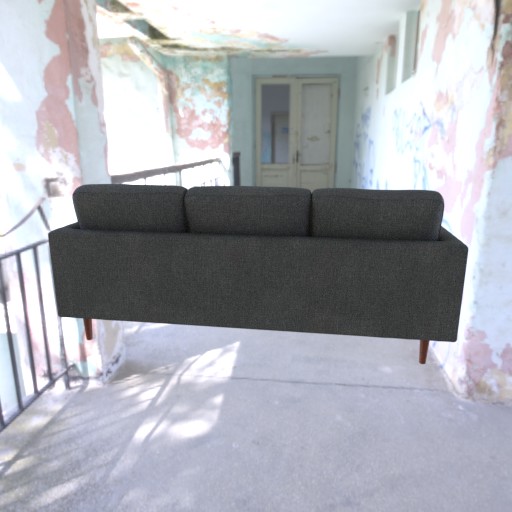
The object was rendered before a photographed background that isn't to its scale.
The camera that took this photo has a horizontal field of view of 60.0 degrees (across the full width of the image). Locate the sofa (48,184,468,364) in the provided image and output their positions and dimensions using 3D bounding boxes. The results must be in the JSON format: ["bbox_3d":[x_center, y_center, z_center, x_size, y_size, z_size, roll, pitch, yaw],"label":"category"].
[{"bbox_3d":[0.000,0.000,2.776,2.246,0.930,0.903,2,15,8],"label":"sofa"}]
